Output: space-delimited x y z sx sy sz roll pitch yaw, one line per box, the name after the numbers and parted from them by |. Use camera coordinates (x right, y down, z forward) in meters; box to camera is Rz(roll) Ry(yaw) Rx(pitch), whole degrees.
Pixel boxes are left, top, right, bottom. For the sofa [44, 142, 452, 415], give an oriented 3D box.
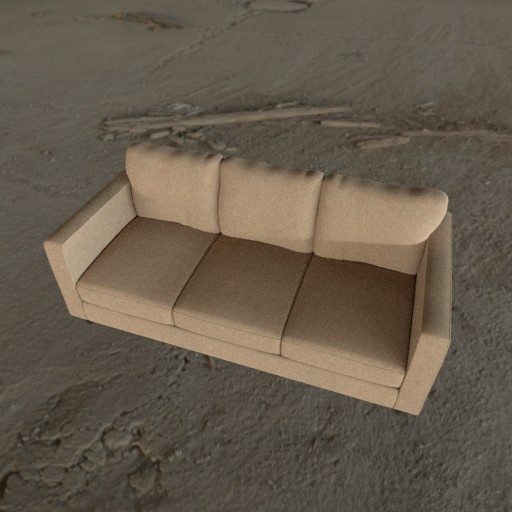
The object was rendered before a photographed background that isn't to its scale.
0.000 0.000 2.328 1.855 0.800 0.930 13 42 14 | sofa
